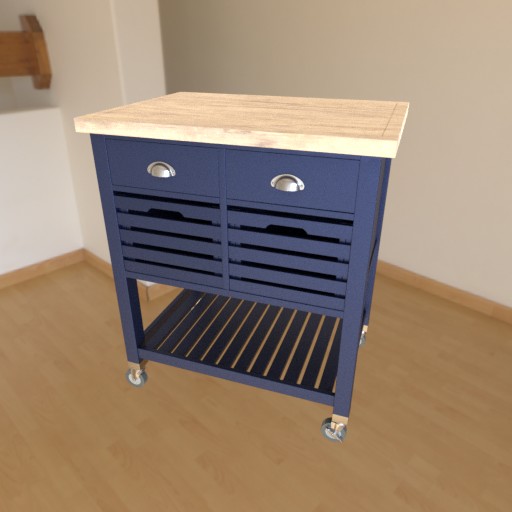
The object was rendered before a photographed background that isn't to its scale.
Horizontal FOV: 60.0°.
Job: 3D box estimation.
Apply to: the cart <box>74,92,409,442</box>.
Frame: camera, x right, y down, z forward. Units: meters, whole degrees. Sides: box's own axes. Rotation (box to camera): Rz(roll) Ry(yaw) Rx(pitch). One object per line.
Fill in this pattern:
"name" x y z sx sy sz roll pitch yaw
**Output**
"cart" 0.000 0.000 1.447 0.797 0.920 0.567 9 28 17
